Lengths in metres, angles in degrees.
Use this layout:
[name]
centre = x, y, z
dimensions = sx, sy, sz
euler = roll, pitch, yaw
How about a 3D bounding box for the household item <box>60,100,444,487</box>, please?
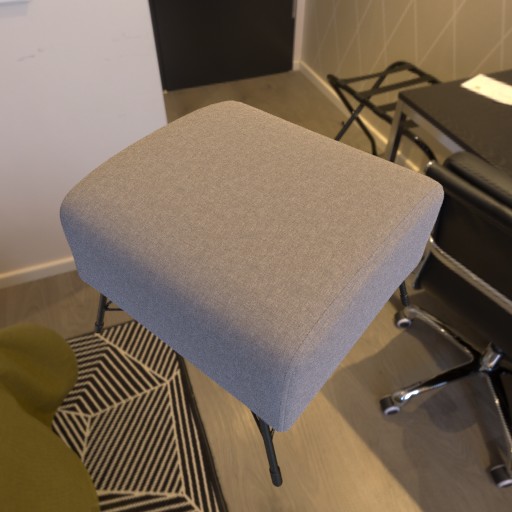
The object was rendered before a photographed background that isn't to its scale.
[household item]
centre = 0.000, 0.000, 0.890
dimensions = 0.530, 0.410, 0.530
euler = 30, 53, 26
